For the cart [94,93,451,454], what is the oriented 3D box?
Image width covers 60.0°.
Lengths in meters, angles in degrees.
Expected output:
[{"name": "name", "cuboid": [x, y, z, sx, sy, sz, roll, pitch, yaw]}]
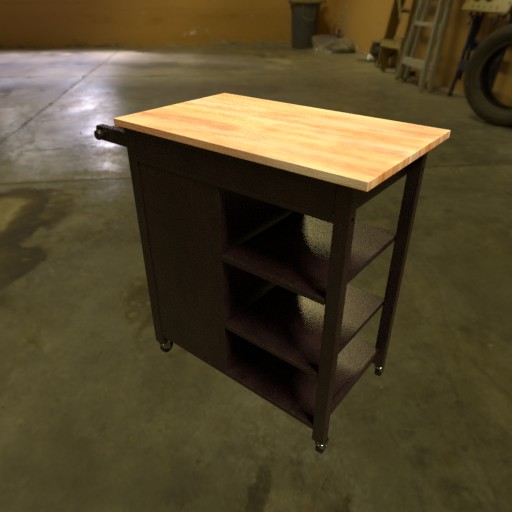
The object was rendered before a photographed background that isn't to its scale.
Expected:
[{"name": "cart", "cuboid": [0.000, 0.000, 1.459, 0.914, 0.878, 0.472, 22, 37, 32]}]
